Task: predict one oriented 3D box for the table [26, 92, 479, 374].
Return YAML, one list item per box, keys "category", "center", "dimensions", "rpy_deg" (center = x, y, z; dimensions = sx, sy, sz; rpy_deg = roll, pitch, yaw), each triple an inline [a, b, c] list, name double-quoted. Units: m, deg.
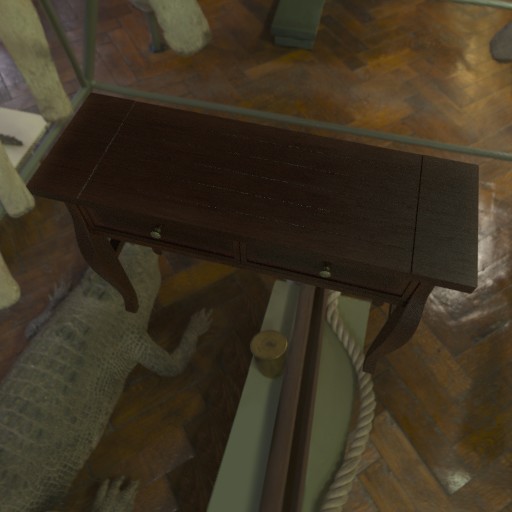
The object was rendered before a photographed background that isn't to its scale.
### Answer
- category: "table"
  center: [0.000, 0.000, 1.423]
  dimensions: [1.062, 0.768, 0.373]
  rpy_deg: [13, 60, 8]
